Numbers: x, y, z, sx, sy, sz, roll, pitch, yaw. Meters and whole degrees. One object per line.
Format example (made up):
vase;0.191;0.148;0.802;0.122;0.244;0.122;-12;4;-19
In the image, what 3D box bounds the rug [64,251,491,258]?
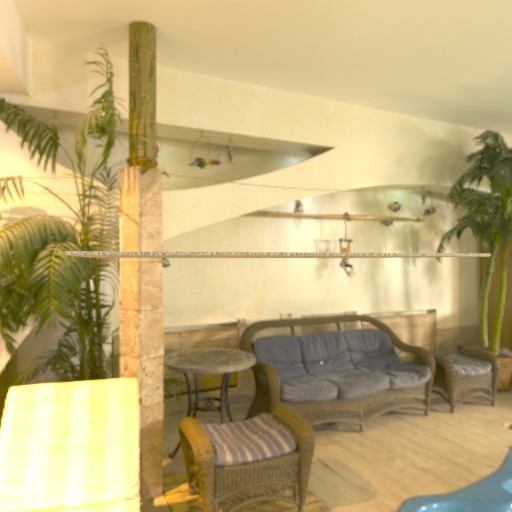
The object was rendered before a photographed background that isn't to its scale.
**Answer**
rug;0.000;0.000;4.071;3.000;0.025;2.400;0;-1;-17
